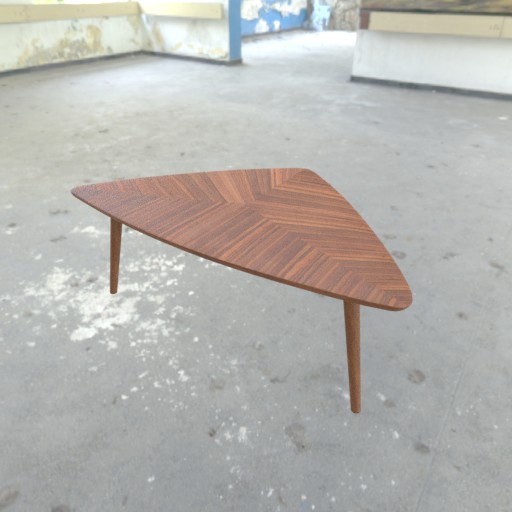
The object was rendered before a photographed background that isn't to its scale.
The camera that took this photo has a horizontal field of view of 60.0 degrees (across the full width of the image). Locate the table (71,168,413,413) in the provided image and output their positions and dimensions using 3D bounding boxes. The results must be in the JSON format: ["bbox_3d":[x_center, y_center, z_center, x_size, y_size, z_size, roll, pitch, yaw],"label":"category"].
[{"bbox_3d":[0.000,0.000,1.336,1.008,0.365,0.601,19,37,28],"label":"table"}]
